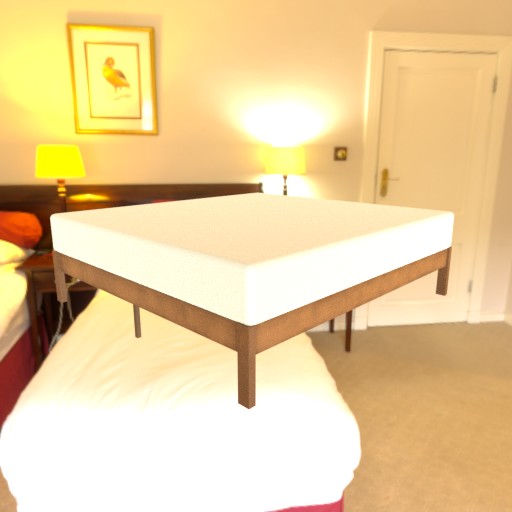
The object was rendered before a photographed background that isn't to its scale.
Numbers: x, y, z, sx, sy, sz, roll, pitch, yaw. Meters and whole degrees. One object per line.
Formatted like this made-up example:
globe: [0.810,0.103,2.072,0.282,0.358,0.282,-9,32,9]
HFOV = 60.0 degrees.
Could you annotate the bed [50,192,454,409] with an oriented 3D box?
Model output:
bed: [0.000,0.000,3.124,1.930,0.616,2.049,13,19,43]
